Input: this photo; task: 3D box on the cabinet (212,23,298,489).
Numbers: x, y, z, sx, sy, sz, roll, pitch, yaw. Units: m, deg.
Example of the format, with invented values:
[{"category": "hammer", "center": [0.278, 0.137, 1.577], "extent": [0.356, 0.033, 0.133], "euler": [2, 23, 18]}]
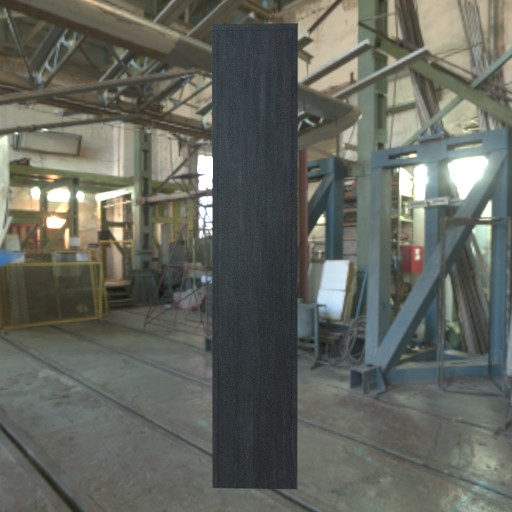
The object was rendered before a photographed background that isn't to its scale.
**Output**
[{"category": "cabinet", "center": [0.000, 0.000, 1.595], "extent": [0.250, 1.280, 0.750], "euler": [0, 1, 2]}]
